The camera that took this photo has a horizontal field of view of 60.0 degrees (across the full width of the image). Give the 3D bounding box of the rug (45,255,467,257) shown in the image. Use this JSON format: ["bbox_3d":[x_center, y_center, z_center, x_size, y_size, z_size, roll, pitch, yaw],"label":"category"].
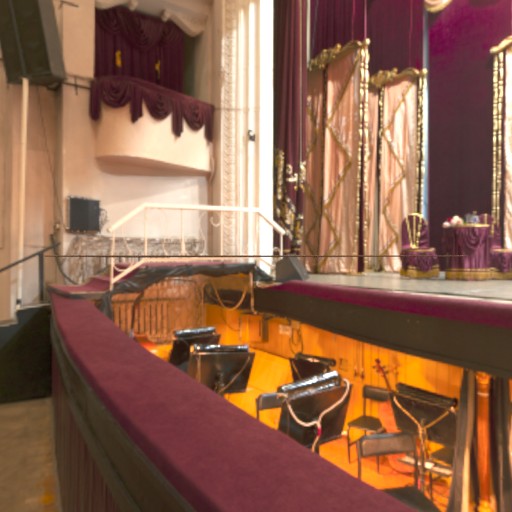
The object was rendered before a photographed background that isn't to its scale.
[{"bbox_3d":[0.000,0.000,2.877,2.238,0.008,1.593,0,0,-35],"label":"rug"}]
